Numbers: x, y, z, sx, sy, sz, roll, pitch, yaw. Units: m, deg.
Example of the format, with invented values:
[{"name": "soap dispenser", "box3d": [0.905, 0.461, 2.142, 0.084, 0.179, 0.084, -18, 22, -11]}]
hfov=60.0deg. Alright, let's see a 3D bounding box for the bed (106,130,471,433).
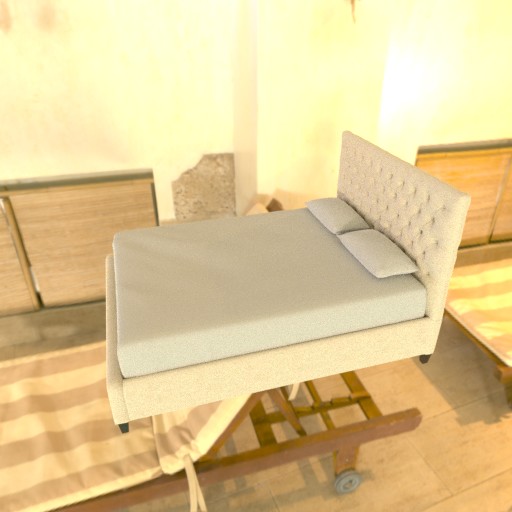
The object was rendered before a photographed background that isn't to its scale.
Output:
[{"name": "bed", "box3d": [0.000, 0.000, 3.526, 2.387, 1.427, 1.698, -8, 31, -14]}]
